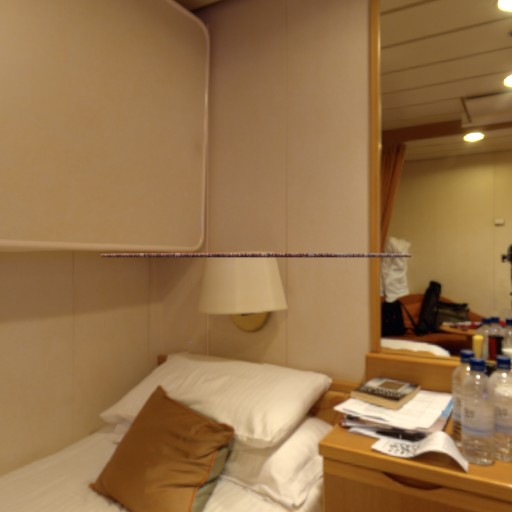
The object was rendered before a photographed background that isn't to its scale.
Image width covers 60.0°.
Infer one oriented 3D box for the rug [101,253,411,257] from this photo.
[{"bbox_3d":[0.000,0.000,2.287,1.514,0.015,1.514,0,0,0],"label":"rug"}]
